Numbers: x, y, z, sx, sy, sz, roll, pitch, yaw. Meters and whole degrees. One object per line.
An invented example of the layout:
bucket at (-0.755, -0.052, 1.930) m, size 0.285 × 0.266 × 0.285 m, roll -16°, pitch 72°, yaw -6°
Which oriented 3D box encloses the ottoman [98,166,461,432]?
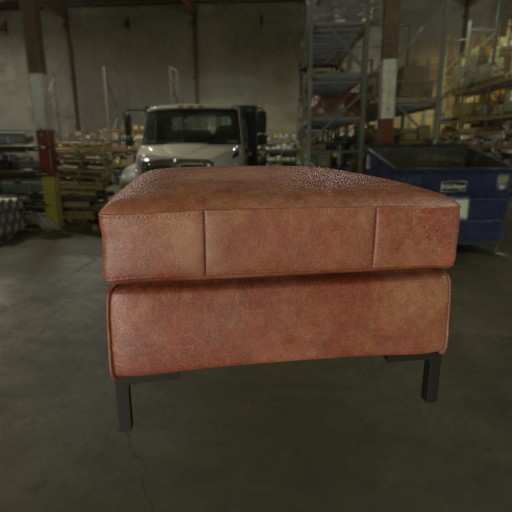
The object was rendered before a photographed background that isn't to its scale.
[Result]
ottoman at (0.000, 0.000, 1.736) m, size 0.965 × 0.667 × 1.186 m, roll -2°, pitch 15°, yaw -9°
